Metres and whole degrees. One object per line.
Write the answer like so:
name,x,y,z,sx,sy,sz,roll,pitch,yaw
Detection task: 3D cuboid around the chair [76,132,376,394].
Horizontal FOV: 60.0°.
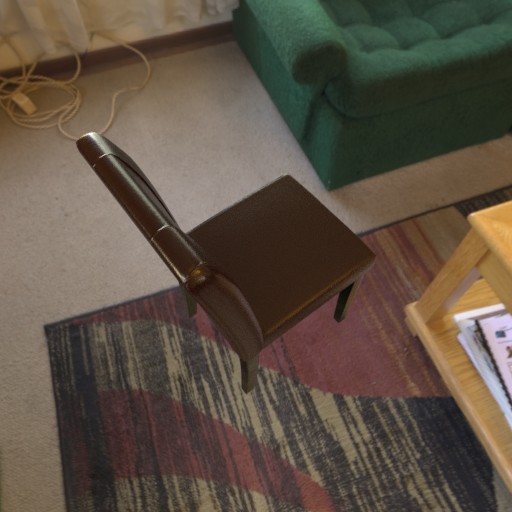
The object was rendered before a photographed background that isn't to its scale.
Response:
chair,0.000,0.000,1.190,0.556,0.897,0.399,-33,64,-19
